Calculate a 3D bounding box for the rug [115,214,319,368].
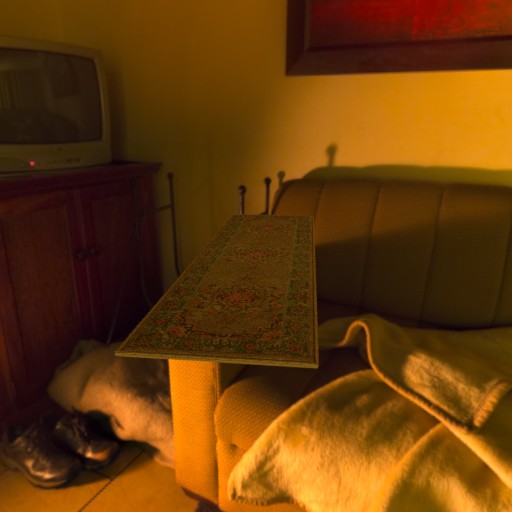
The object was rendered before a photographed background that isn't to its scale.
[{"bbox_3d":[0.000,0.000,2.486,0.659,0.019,2.297,2,17,6],"label":"rug"}]
